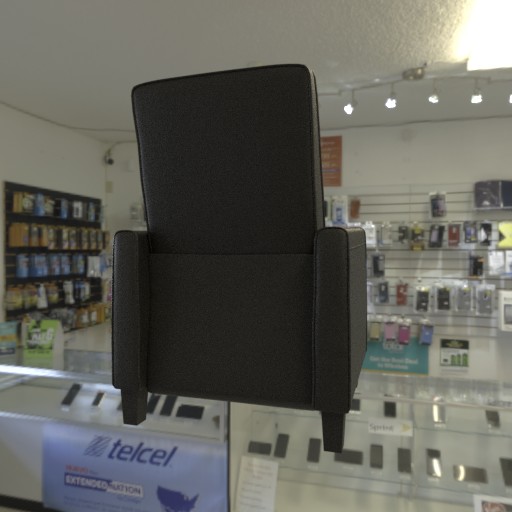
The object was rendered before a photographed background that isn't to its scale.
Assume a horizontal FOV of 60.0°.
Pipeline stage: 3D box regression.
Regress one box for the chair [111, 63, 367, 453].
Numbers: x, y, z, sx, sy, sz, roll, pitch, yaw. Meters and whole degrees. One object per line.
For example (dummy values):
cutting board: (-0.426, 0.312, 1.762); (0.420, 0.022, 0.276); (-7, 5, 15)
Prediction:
chair: (0.000, 0.000, 1.527); (0.705, 1.013, 0.746); (0, 1, 17)
